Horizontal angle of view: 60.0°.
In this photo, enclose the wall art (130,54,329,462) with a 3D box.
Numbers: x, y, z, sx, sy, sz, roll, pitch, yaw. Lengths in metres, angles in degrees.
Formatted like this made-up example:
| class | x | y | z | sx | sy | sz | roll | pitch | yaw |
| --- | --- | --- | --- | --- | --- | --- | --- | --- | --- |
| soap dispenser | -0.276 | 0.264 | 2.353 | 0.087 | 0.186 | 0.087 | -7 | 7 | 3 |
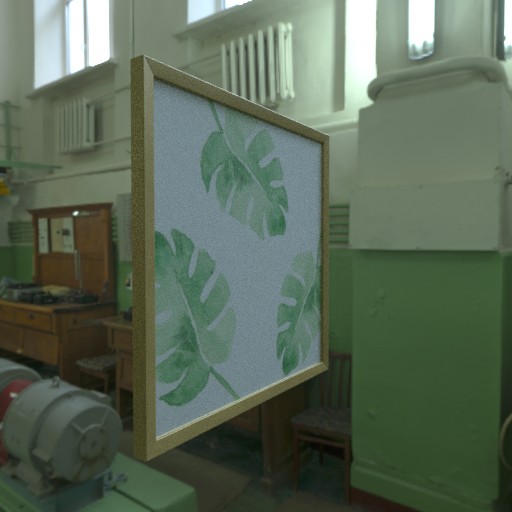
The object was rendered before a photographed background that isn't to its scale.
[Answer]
| class | x | y | z | sx | sy | sz | roll | pitch | yaw |
| --- | --- | --- | --- | --- | --- | --- | --- | --- | --- |
| wall art | 0.000 | 0.000 | 1.148 | 0.037 | 0.763 | 0.763 | 1 | 2 | 36 |
